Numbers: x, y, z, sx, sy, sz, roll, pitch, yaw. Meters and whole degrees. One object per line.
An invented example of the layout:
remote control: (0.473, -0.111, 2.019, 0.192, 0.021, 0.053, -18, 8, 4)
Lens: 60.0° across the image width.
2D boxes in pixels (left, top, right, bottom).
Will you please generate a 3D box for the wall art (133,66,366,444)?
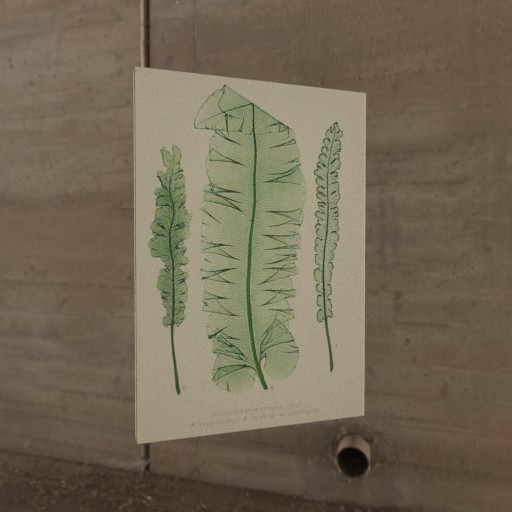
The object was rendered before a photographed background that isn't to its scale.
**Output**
wall art: (0.000, 0.000, 0.793, 0.418, 0.608, 0.038, 0, 1, -17)
